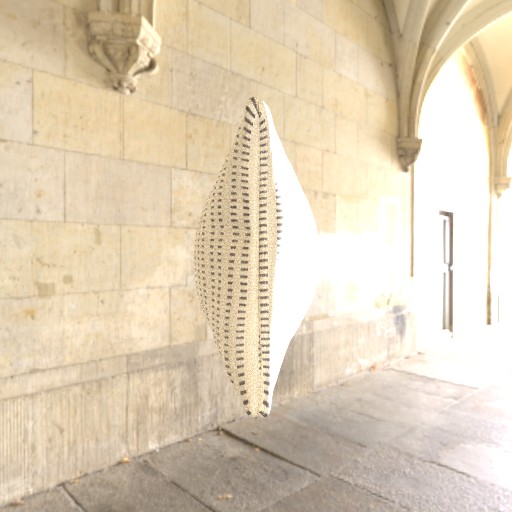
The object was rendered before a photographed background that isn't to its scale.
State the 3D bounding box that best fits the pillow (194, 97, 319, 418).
[{"bbox_3d":[0.000,0.000,0.794,0.210,0.353,0.640,0,1,1],"label":"pillow"}]
